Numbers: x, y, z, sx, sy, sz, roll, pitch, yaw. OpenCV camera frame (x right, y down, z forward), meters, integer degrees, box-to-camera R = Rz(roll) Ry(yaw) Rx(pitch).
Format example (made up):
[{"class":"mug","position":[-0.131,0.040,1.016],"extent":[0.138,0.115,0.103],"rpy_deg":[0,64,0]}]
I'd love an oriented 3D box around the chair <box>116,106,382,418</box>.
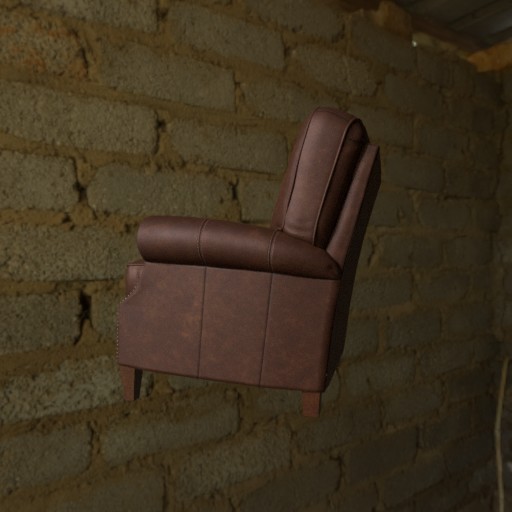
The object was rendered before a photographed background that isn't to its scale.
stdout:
[{"class":"chair","position":[0.000,0.000,1.817],"extent":[0.986,1.018,0.936],"rpy_deg":[0,0,16]}]
